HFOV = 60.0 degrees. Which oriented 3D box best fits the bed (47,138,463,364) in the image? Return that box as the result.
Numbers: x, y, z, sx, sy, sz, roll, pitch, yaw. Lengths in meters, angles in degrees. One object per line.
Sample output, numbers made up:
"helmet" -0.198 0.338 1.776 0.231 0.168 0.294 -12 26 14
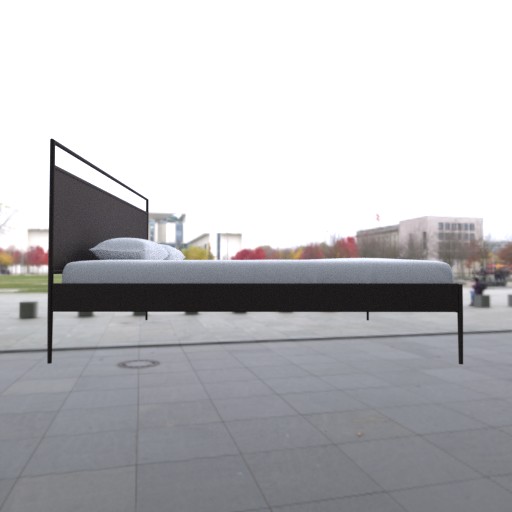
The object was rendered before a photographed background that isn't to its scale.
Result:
"bed" 0.000 0.000 3.290 2.151 1.173 1.993 0 -2 0
